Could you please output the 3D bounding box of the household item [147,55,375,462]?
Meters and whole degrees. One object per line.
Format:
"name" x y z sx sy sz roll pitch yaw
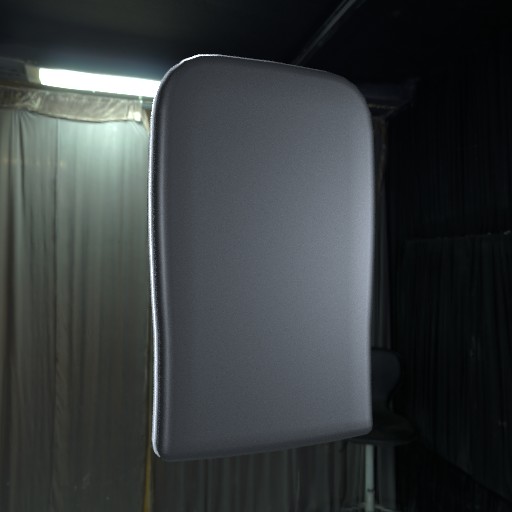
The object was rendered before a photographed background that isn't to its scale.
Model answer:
"household item" 0.000 0.000 0.144 0.070 0.114 0.038 0 -1 -19
